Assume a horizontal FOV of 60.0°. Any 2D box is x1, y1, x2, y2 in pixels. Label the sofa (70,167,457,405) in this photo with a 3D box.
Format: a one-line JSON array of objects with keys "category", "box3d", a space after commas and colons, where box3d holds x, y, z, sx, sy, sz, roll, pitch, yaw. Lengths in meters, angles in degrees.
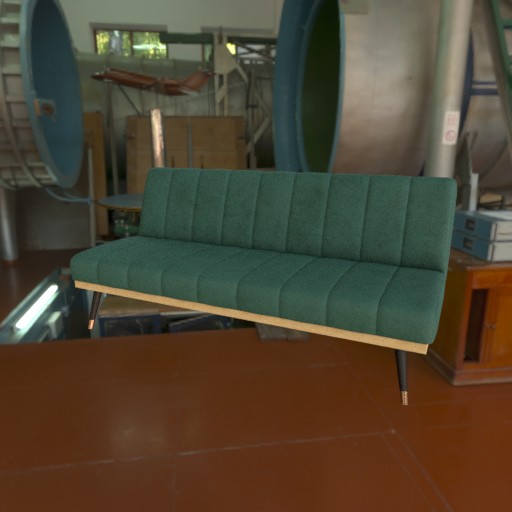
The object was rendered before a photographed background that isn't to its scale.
[{"category": "sofa", "box3d": [0.000, 0.000, 2.293, 1.810, 0.820, 0.830, 7, 17, 25]}]
